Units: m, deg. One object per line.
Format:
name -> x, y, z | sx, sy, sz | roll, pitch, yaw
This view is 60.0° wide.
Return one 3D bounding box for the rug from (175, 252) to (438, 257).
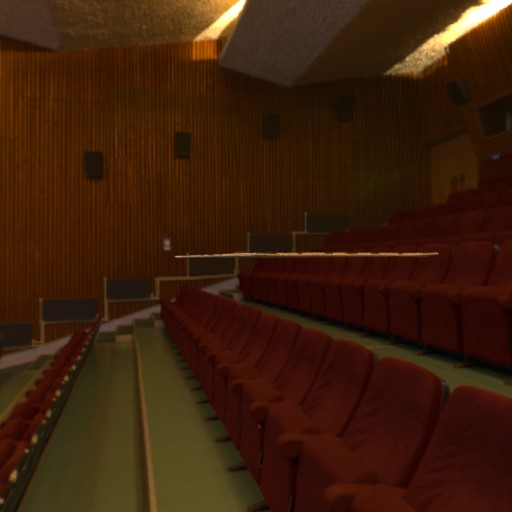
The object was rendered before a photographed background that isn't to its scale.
rug -> 0.000, 0.000, 2.595 | 0.692, 0.017, 2.301 | 0, 0, -17
